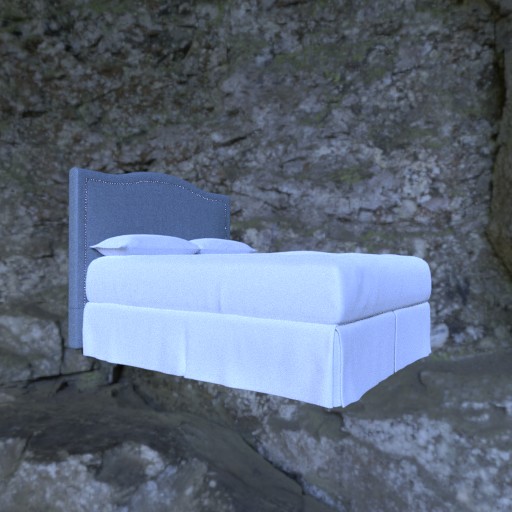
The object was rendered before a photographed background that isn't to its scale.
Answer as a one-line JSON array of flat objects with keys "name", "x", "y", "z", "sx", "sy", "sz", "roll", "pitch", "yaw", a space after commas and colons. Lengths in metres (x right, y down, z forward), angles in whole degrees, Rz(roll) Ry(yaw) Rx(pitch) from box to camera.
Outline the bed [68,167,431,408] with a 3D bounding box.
[{"name": "bed", "x": 0.000, "y": 0.000, "z": 3.311, "sx": 2.143, "sy": 1.460, "sz": 1.753, "roll": 0, "pitch": -1, "yaw": 36}]
